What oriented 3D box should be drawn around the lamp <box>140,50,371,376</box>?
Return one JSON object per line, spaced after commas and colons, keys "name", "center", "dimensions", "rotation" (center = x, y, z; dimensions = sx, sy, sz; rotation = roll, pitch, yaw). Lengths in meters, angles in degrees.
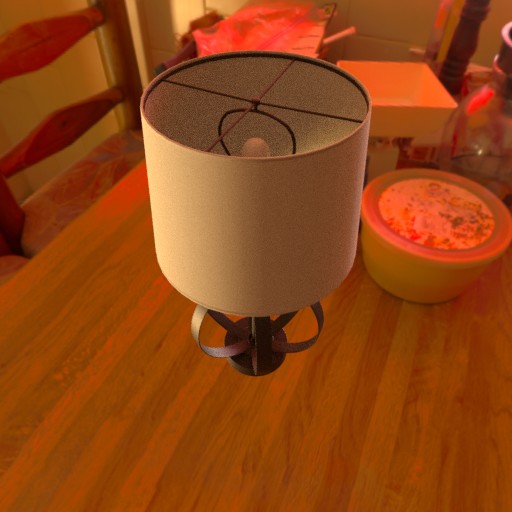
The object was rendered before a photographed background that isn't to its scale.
{"name": "lamp", "center": [0.000, 0.000, 0.672], "dimensions": [0.286, 0.510, 0.286], "rotation": [0, 46, 0]}
